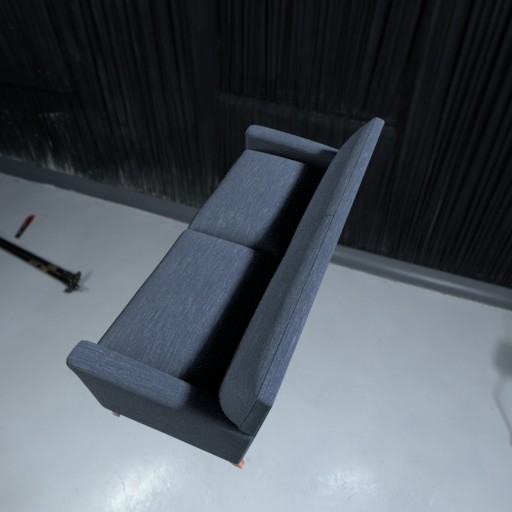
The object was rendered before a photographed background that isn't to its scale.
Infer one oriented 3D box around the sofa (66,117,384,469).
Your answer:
[{"bbox_3d":[0.000,0.000,2.412,0.875,0.846,1.976,16,48,15],"label":"sofa"}]
